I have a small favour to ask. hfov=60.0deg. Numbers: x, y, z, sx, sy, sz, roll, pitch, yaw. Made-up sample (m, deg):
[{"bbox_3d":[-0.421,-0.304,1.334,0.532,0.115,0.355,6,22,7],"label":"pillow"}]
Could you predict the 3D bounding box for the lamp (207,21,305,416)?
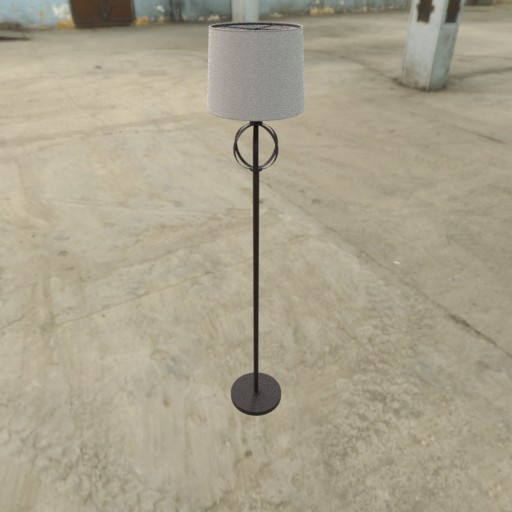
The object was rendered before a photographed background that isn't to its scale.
[{"bbox_3d":[0.000,0.000,1.580,0.286,1.462,0.286,0,32,-1],"label":"lamp"}]
